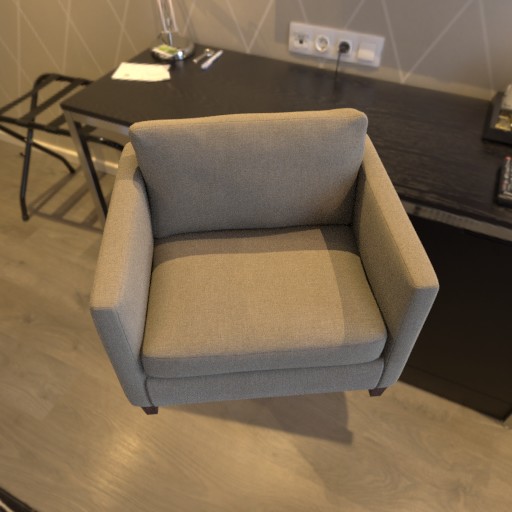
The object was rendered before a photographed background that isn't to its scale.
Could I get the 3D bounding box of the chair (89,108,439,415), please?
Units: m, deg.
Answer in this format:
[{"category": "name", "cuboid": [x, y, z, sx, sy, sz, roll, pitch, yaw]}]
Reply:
[{"category": "chair", "cuboid": [0.000, 0.000, 1.831, 1.107, 0.963, 0.959, -4, 46, -3]}]
